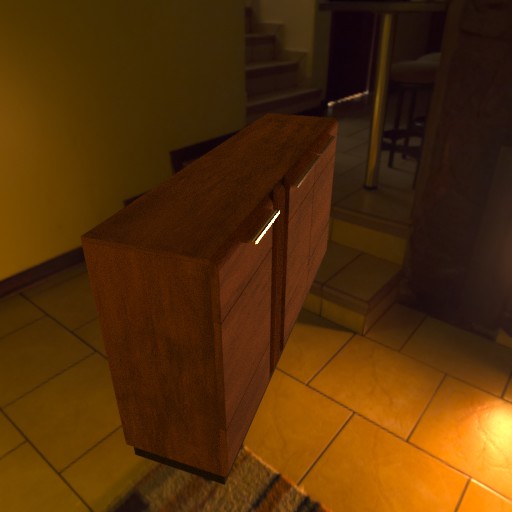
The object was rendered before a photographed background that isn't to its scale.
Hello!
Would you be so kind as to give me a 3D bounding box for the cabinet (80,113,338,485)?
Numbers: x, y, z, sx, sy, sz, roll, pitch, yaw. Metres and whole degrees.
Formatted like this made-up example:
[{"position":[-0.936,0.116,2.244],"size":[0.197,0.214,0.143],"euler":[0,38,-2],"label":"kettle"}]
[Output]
[{"position":[0.000,0.000,1.985],"size":[0.420,0.900,1.600],"euler":[10,31,17],"label":"cabinet"}]
